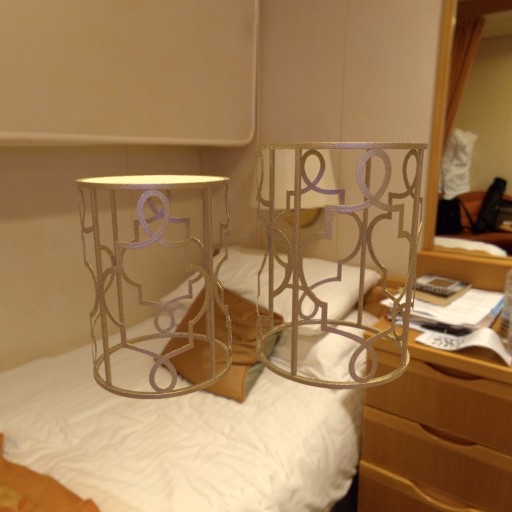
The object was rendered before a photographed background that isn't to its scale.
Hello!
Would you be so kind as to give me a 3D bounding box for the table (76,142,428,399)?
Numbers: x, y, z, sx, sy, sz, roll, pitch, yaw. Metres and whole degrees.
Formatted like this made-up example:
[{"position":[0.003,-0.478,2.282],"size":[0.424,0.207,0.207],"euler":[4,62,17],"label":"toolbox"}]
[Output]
[{"position":[0.000,0.000,1.151],"size":[0.846,0.564,0.420],"euler":[-2,13,-9],"label":"table"}]
